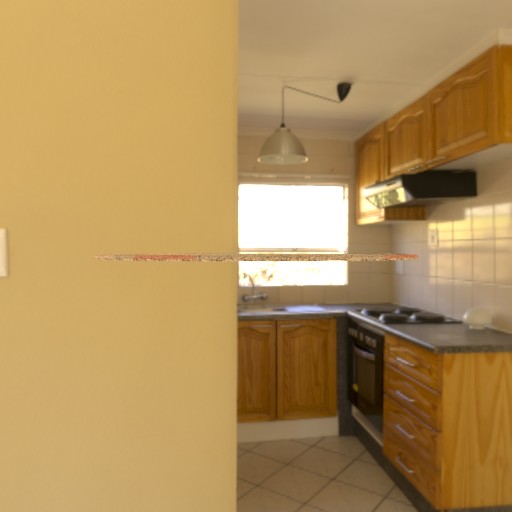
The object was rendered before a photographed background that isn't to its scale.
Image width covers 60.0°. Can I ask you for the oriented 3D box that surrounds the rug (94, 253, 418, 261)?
[{"bbox_3d":[0.000,0.000,3.581,2.461,0.033,2.461,0,1,0],"label":"rug"}]
